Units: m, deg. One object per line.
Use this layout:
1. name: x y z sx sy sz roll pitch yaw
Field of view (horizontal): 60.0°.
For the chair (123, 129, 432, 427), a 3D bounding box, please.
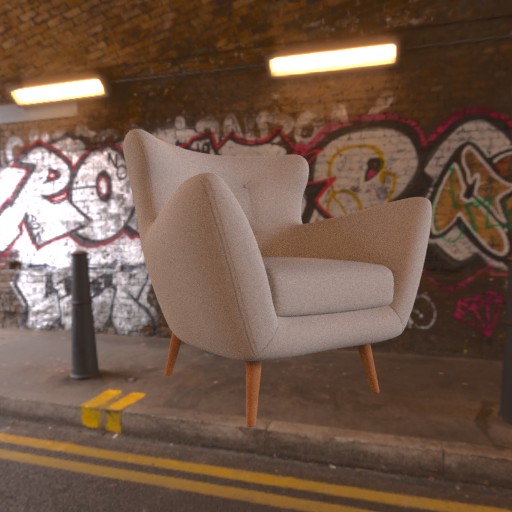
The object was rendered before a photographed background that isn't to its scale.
1. chair: 0.000 0.000 1.581 0.890 0.889 0.889 0 1 -35
